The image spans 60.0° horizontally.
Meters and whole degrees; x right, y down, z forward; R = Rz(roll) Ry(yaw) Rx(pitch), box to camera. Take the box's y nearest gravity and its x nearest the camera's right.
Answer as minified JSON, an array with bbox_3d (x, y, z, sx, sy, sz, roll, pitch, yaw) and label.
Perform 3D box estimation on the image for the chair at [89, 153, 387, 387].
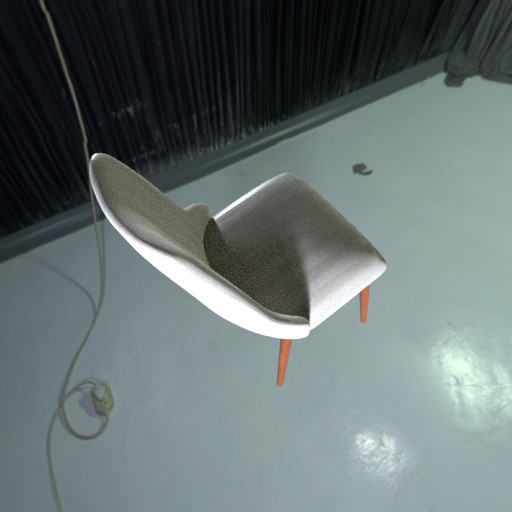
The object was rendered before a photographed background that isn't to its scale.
[{"bbox_3d":[0.000,0.000,1.299,0.684,0.917,0.526,-32,62,-19],"label":"chair"}]
